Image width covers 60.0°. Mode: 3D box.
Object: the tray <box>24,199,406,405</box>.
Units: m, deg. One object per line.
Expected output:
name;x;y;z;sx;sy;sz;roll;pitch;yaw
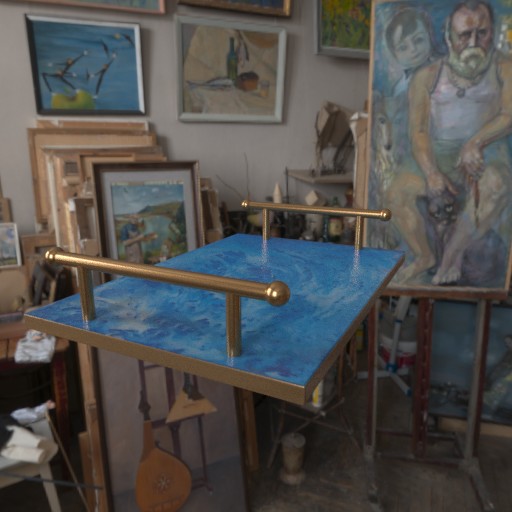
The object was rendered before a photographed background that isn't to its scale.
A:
tray;0.000;0.000;0.566;0.304;0.084;0.444;7;16;26
